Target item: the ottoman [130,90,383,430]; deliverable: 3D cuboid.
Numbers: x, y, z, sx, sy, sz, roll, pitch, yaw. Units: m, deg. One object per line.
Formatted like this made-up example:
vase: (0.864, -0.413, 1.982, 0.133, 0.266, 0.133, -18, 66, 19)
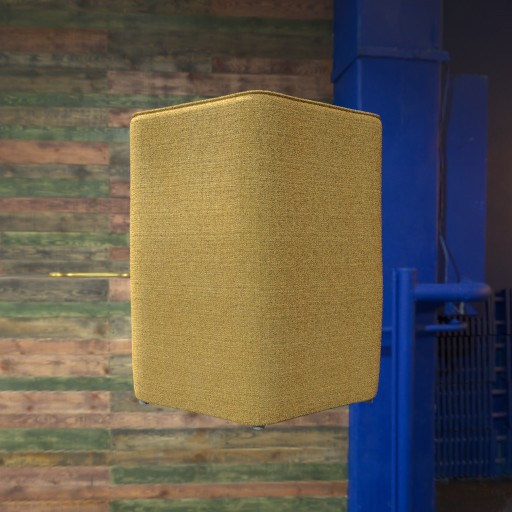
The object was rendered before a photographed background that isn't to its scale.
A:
ottoman: (0.000, 0.000, 0.876, 0.443, 0.502, 0.494, 0, 1, -1)
